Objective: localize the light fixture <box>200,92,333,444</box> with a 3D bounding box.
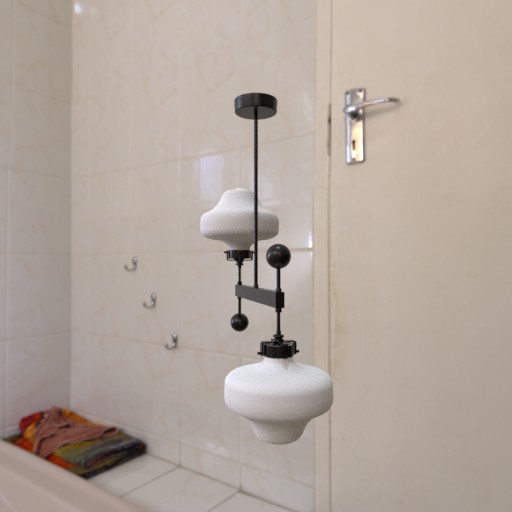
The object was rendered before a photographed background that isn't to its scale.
[{"bbox_3d":[0.000,0.000,1.052,0.489,0.743,0.422,-1,-2,38],"label":"light fixture"}]
